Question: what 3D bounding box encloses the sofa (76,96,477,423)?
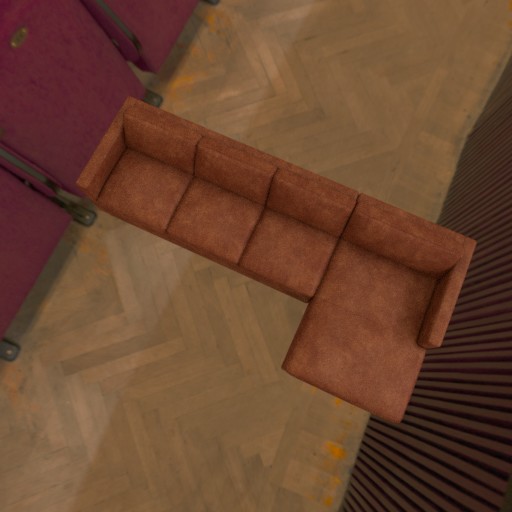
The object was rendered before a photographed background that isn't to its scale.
[{"bbox_3d":[0.000,0.000,3.835,3.203,0.883,1.581,24,77,6],"label":"sofa"}]
